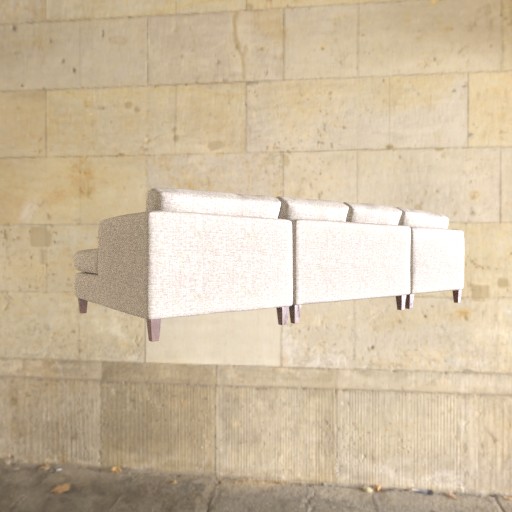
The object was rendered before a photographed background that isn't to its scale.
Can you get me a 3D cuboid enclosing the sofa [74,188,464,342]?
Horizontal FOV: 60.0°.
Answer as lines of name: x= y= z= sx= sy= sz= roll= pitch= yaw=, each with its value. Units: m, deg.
sofa: x=0.000 y=0.000 z=4.540 sx=3.460 sy=0.959 sz=2.593 roll=0 pitch=1 yaw=-36
